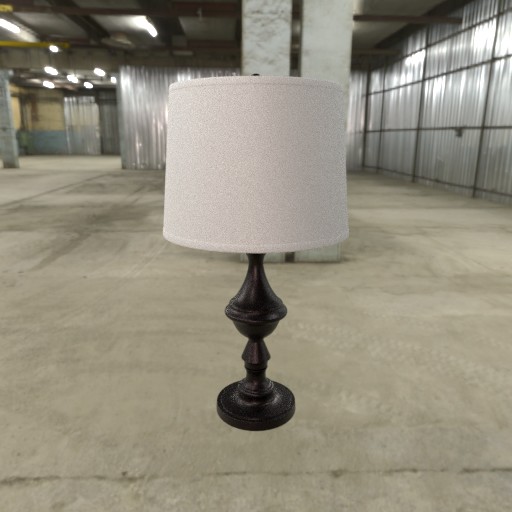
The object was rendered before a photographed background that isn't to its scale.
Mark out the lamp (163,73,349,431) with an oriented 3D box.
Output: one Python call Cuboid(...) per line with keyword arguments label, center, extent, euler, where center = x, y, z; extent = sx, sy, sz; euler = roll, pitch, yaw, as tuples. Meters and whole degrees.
Cuboid(label="lamp", center=(0.000, 0.000, 0.945), extent=(0.383, 0.726, 0.383), euler=(0, 14, 0))
